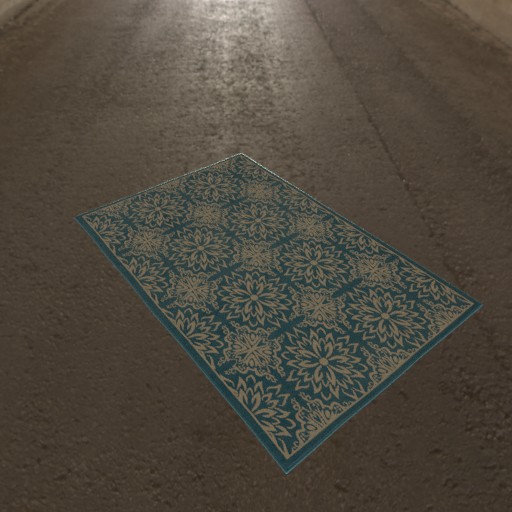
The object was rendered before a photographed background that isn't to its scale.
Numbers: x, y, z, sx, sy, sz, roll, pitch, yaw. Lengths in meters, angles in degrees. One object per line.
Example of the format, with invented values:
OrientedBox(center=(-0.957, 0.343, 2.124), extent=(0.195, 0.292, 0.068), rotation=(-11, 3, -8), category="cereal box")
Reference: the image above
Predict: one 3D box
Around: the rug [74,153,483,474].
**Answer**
OrientedBox(center=(0.000, 0.000, 2.289), extent=(1.211, 0.012, 1.833), rotation=(-28, 48, -28), category="rug")
